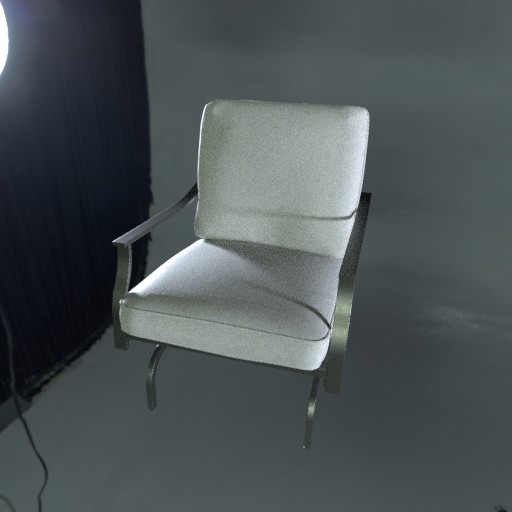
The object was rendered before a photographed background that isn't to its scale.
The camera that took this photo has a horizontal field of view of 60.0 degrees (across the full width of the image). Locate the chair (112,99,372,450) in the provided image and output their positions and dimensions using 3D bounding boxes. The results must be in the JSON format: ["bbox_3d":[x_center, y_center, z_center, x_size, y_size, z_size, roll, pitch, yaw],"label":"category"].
[{"bbox_3d":[0.000,0.000,1.418,0.650,0.860,0.787,8,28,15],"label":"chair"}]
